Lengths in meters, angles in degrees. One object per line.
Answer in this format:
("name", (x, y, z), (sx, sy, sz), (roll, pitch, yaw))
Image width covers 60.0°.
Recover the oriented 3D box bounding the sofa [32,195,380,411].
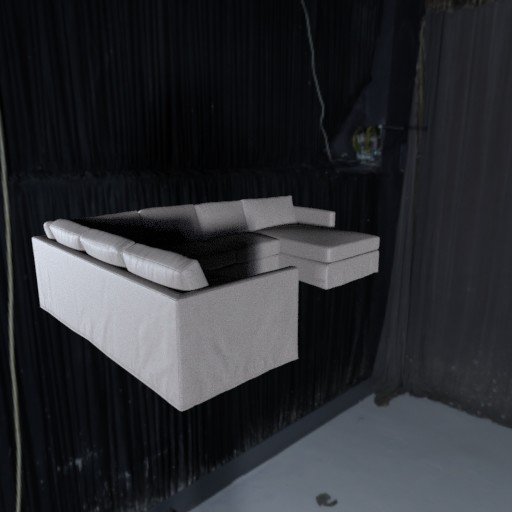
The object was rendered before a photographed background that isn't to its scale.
("sofa", (0.000, 0.000, 4.458), (3.460, 0.882, 2.427), (-13, 19, -42))
